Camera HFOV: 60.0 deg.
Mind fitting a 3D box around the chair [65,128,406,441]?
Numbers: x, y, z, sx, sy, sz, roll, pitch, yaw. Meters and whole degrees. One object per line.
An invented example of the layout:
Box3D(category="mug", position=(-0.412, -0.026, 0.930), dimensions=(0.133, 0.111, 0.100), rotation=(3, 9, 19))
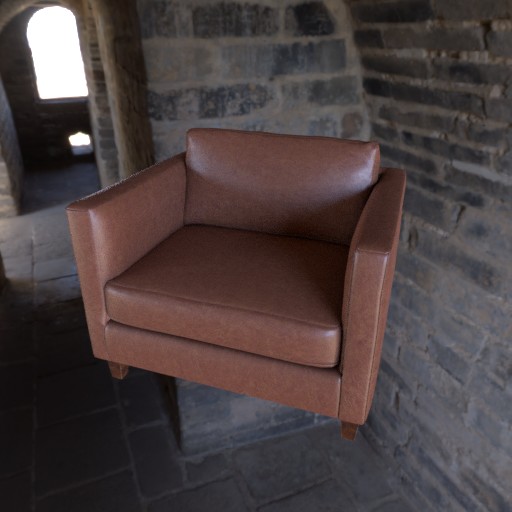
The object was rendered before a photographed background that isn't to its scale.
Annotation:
Box3D(category="chair", position=(0.000, 0.000, 1.850), dimensions=(1.107, 0.917, 0.959), rotation=(9, 27, 17))
